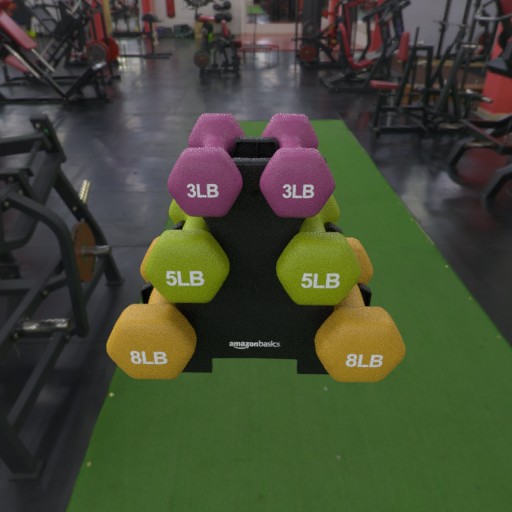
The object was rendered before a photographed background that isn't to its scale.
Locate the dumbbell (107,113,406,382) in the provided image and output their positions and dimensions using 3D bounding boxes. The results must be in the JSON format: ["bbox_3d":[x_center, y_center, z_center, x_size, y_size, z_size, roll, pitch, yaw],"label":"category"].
[{"bbox_3d":[0.000,0.000,0.480,0.300,0.271,0.190,1,31,1],"label":"dumbbell"}]
